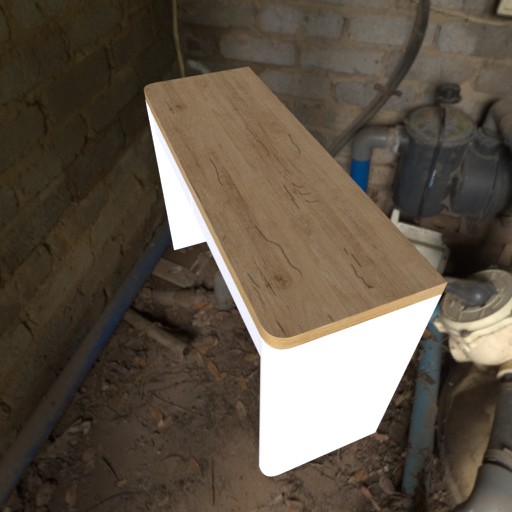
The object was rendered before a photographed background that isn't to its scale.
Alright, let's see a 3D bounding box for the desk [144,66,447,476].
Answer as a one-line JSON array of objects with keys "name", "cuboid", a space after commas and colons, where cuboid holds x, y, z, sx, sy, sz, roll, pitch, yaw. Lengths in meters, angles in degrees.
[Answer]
[{"name": "desk", "cuboid": [0.000, 0.000, 1.472, 0.390, 0.760, 1.100, -16, 49, -15]}]
